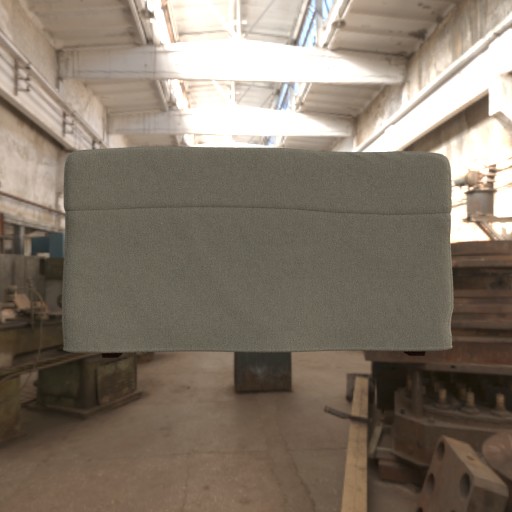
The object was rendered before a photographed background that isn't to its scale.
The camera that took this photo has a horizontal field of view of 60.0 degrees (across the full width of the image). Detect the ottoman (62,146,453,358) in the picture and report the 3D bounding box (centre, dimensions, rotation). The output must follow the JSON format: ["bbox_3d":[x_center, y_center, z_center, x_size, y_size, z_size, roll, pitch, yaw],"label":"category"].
[{"bbox_3d":[0.000,0.000,1.238,0.833,0.461,0.648,0,-1,-2],"label":"ottoman"}]
